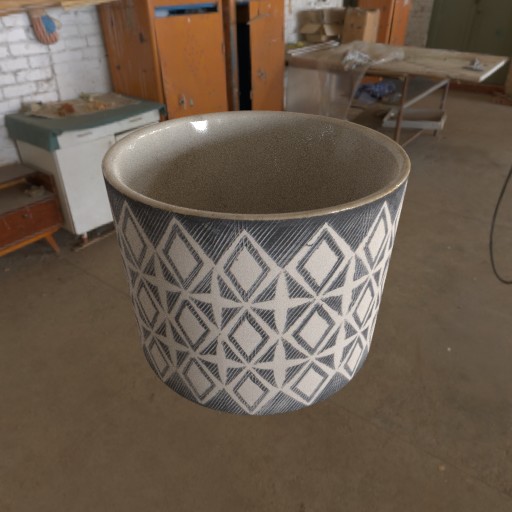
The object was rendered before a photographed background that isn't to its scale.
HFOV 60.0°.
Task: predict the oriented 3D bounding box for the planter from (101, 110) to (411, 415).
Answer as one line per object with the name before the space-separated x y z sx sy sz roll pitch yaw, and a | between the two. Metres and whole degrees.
planter | 0.000 0.000 0.331 0.192 0.165 0.192 0 33 0
